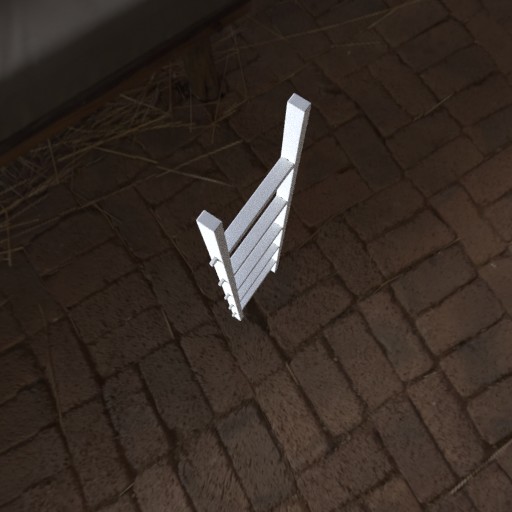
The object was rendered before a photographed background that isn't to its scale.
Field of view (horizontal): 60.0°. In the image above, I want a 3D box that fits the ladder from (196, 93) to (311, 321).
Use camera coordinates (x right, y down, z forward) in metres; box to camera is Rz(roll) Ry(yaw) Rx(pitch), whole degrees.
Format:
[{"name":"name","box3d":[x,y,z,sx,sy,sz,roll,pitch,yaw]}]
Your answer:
[{"name":"ladder","box3d":[0.000,0.000,1.912,0.051,1.797,0.452,34,78,8]}]
